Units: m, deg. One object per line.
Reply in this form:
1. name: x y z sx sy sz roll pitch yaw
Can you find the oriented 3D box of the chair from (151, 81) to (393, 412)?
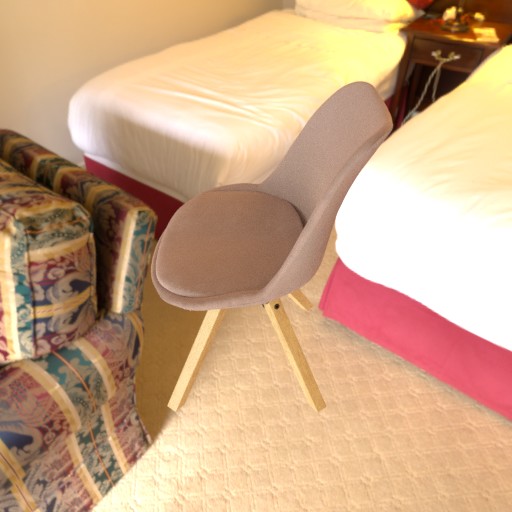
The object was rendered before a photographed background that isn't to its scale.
1. chair: 0.000 0.000 1.189 0.550 0.850 0.485 0 41 0
